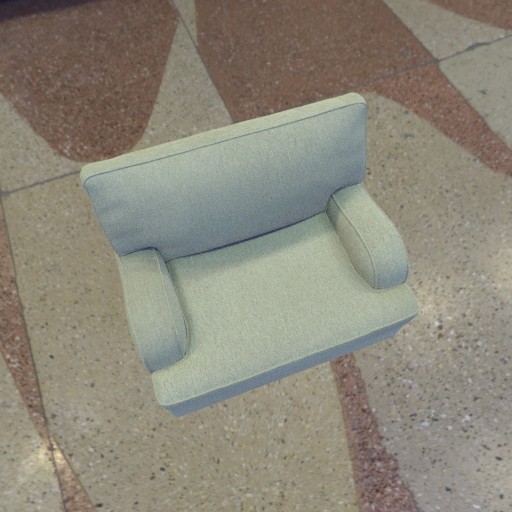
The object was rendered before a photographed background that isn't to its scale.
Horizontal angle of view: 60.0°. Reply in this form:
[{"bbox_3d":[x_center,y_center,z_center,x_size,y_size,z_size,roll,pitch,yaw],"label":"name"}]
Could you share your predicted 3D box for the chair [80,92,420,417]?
[{"bbox_3d":[0.000,0.000,2.056,1.220,1.016,1.041,-18,64,-9],"label":"chair"}]
